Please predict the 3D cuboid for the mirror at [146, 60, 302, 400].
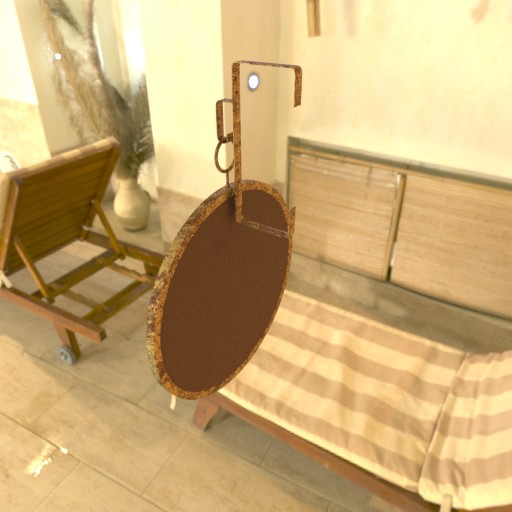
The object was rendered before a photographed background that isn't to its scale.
[{"bbox_3d":[0.000,0.000,0.807,0.144,0.651,0.447,19,36,29],"label":"mirror"}]
